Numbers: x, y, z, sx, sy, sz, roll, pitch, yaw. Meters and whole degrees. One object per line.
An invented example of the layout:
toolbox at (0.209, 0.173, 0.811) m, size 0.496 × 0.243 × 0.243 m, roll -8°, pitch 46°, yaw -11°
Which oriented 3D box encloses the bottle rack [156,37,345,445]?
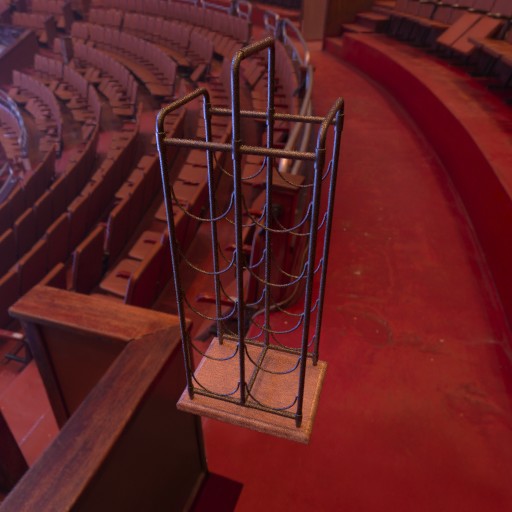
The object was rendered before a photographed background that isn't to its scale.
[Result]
bottle rack at (0.000, 0.000, 0.779) m, size 0.276 × 0.680 × 0.208 m, roll 10°, pitch 34°, yaw 15°
